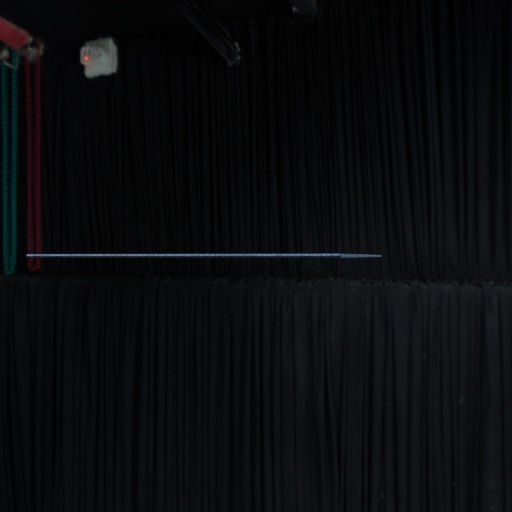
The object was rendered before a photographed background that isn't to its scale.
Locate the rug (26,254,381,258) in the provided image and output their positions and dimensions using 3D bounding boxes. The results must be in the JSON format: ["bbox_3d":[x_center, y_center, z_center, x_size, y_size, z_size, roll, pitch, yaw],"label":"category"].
[{"bbox_3d":[0.000,0.000,3.059,1.526,0.015,2.441,0,0,19],"label":"rug"}]
